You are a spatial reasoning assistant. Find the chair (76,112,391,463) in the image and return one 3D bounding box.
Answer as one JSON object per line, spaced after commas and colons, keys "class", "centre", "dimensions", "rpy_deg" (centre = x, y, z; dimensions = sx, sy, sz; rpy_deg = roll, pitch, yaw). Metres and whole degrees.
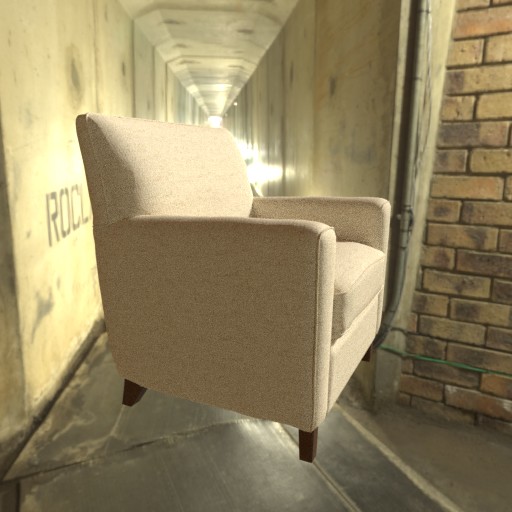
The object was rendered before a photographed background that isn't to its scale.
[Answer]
{"class": "chair", "centre": [0.000, 0.000, 1.579], "dimensions": [0.823, 0.943, 0.870], "rpy_deg": [6, 14, 26]}
